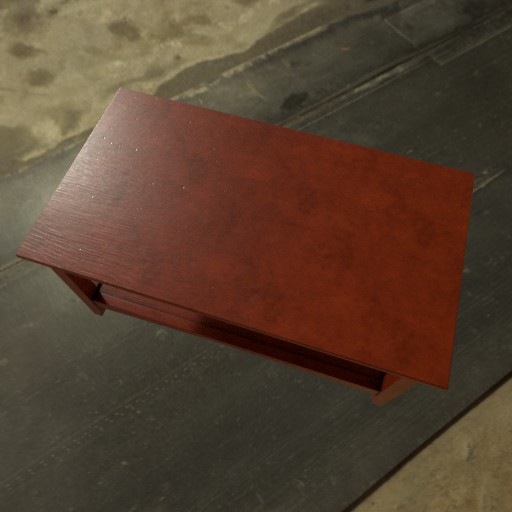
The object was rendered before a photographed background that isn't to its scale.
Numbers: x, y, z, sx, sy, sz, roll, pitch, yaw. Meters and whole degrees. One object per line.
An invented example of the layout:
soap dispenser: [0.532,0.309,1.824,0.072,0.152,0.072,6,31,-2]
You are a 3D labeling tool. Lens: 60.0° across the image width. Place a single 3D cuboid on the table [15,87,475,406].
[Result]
table: [0.000,0.000,1.225,0.943,0.456,0.533,16,65,8]
